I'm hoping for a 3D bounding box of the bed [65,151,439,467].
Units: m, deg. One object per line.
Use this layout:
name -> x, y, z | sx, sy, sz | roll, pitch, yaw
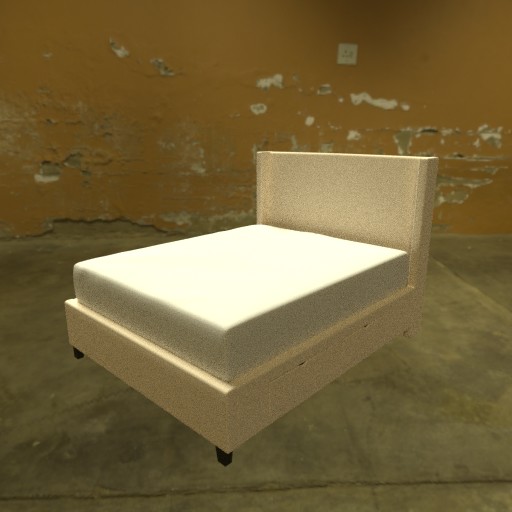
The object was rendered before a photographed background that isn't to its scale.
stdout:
bed -> 0.000, 0.000, 3.415 | 1.765, 1.471, 2.280 | 14, 21, 41
